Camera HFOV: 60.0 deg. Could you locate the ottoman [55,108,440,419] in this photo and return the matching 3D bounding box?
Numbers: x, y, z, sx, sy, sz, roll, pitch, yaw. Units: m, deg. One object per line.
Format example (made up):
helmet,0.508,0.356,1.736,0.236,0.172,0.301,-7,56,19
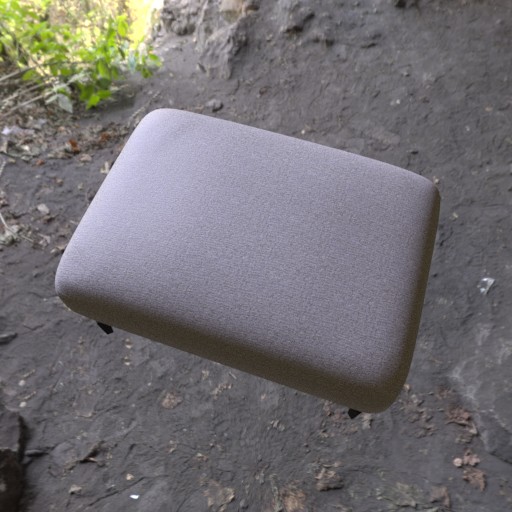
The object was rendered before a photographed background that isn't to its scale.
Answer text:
ottoman,0.000,0.000,1.097,0.772,0.420,0.568,17,66,8
